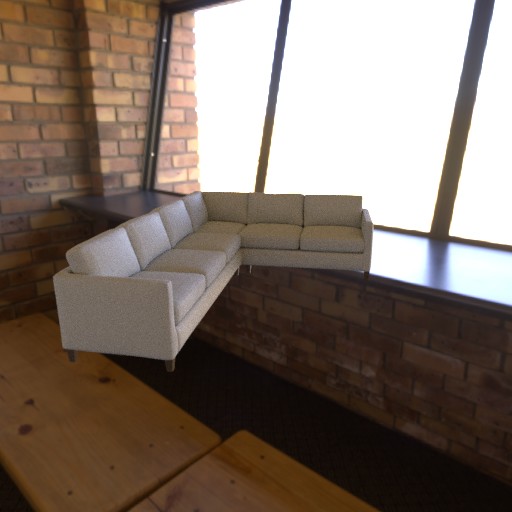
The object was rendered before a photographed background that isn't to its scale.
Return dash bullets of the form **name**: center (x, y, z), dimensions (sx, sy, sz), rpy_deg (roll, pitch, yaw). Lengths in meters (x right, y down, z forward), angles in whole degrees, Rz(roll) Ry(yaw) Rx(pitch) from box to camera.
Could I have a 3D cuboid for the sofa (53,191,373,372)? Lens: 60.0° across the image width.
- **sofa**: center (0.000, 0.000, 4.661), dimensions (2.522, 0.934, 3.333), rpy_deg (3, 17, 10)
